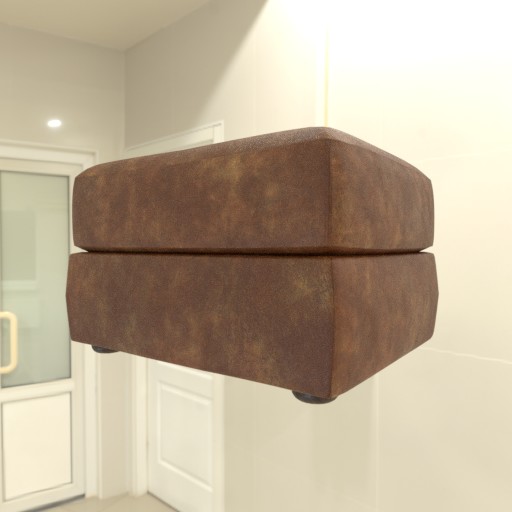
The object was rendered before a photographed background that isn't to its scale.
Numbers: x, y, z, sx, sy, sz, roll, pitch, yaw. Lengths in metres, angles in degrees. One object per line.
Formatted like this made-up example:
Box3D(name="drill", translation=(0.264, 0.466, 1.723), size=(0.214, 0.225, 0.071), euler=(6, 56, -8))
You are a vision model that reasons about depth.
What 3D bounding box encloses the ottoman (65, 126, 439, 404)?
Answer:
Box3D(name="ottoman", translation=(0.000, 0.000, 1.106), size=(0.751, 0.476, 0.603), euler=(1, 2, 36))
